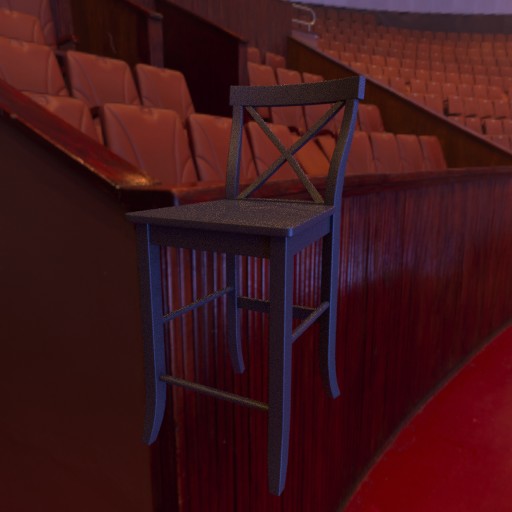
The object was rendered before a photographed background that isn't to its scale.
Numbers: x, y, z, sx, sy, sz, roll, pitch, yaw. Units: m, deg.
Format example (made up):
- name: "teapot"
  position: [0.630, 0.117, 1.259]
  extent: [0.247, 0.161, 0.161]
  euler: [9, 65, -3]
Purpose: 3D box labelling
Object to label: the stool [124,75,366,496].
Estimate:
- name: "stool"
  position: [0.000, 0.000, 1.254]
  extent: [0.452, 0.989, 0.559]
  euler: [7, 15, 27]
